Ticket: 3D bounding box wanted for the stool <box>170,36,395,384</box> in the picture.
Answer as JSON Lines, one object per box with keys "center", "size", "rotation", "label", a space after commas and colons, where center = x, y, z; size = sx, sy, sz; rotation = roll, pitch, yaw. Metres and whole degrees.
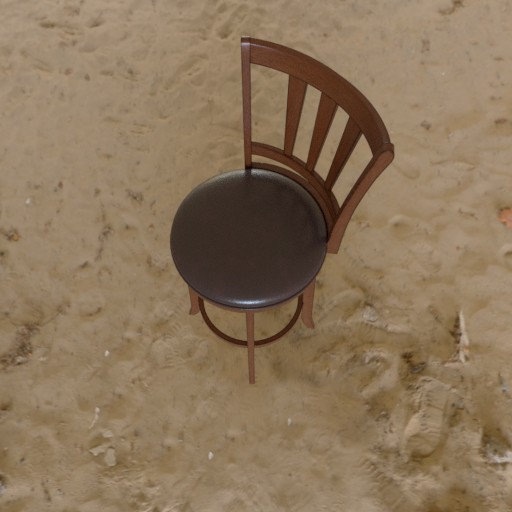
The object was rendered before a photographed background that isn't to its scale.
{"center": [0.000, 0.000, 1.424], "size": [0.503, 1.177, 0.464], "rotation": [-39, 70, -17], "label": "stool"}
